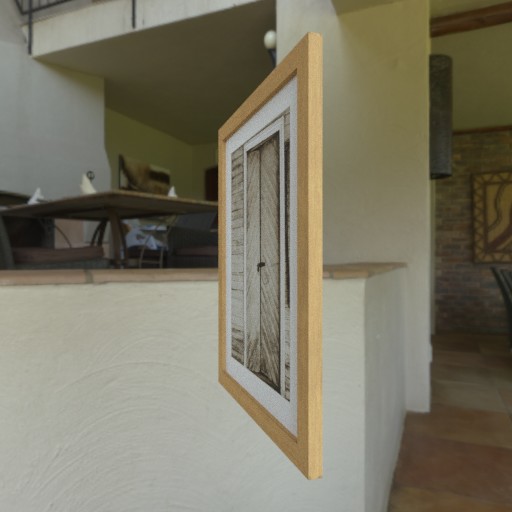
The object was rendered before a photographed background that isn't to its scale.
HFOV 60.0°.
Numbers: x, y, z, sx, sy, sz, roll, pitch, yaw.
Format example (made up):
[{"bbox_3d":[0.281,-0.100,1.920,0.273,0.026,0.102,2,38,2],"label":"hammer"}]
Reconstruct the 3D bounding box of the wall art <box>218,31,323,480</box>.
[{"bbox_3d":[0.000,0.000,0.774,0.020,0.561,0.460,0,0,-19],"label":"wall art"}]
